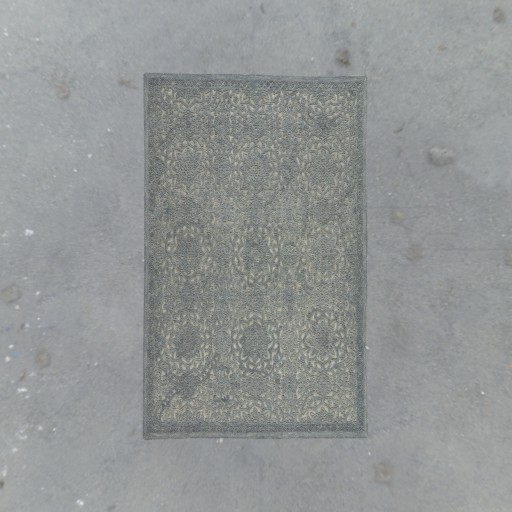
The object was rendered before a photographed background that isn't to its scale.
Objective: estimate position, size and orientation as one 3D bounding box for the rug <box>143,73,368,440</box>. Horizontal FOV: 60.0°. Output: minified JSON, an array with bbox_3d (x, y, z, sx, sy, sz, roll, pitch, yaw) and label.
[{"bbox_3d":[0.000,0.000,3.029,1.535,0.022,2.498,0,90,-1],"label":"rug"}]
